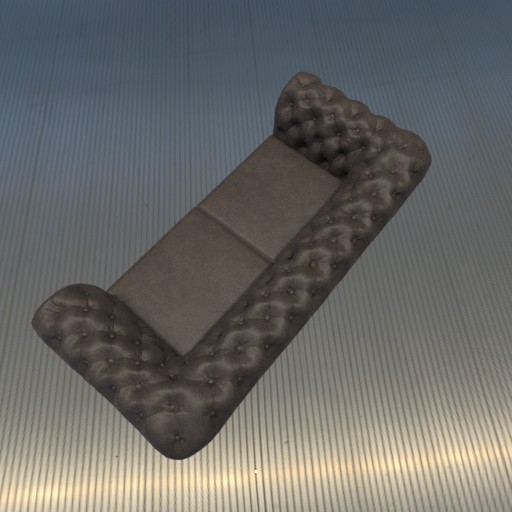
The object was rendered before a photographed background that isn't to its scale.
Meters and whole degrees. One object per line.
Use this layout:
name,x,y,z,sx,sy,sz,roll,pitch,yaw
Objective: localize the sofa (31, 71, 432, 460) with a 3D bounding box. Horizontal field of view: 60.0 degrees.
sofa,0.000,0.000,2.434,0.944,0.779,2.048,37,70,16
